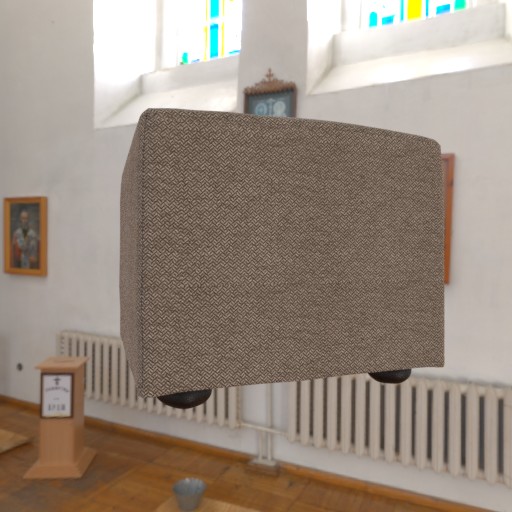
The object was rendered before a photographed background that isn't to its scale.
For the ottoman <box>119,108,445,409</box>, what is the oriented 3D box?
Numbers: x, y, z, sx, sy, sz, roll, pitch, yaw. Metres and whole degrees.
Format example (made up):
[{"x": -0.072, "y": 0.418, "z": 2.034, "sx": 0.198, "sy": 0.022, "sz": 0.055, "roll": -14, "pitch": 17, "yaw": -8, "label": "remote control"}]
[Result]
[{"x": 0.000, "y": 0.000, "z": 0.902, "sx": 0.512, "sy": 0.453, "sz": 0.519, "roll": 0, "pitch": 0, "yaw": -20, "label": "ottoman"}]
